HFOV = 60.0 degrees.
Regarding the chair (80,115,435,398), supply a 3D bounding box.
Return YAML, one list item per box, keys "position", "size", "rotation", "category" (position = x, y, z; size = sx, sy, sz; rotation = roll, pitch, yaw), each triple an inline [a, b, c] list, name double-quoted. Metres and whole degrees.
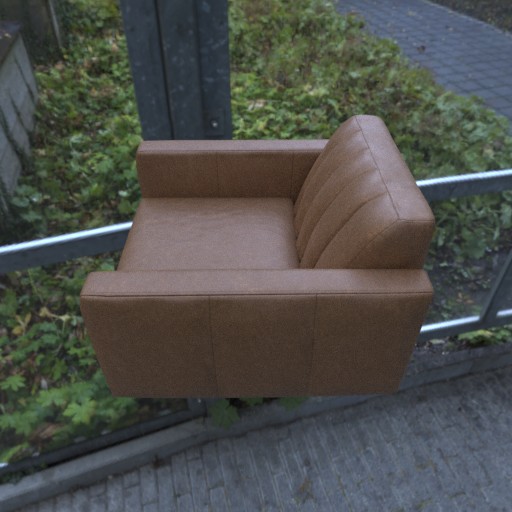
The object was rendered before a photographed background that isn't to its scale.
- position: [0.000, 0.000, 1.667]
  size: [0.998, 0.819, 0.953]
  rotation: [-1, 41, -1]
  category: "chair"
